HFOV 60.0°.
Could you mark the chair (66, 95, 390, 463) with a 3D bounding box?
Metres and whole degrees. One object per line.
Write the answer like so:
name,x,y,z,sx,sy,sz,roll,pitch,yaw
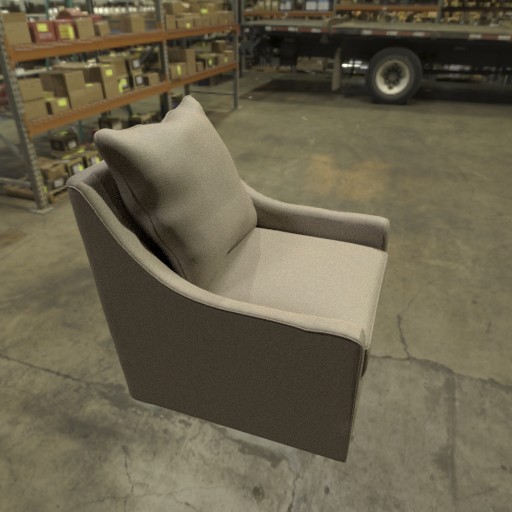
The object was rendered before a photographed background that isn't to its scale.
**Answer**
chair,0.000,0.000,1.552,0.876,0.942,0.760,10,32,17
